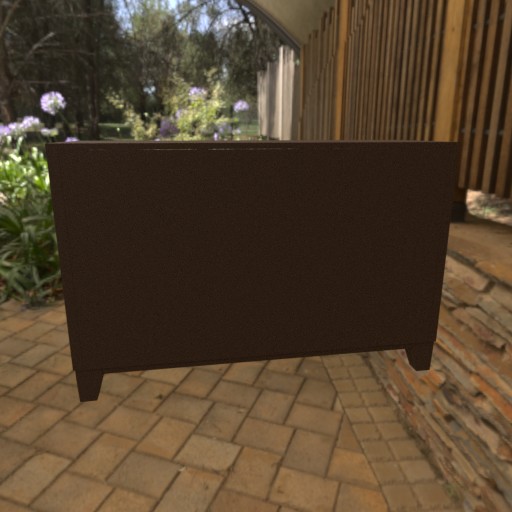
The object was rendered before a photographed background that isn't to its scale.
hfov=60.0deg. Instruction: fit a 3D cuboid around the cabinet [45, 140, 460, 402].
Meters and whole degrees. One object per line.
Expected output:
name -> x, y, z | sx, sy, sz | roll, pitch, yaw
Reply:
cabinet -> 0.000, 0.000, 1.824 | 1.396, 0.914, 0.482 | -3, 16, -9
